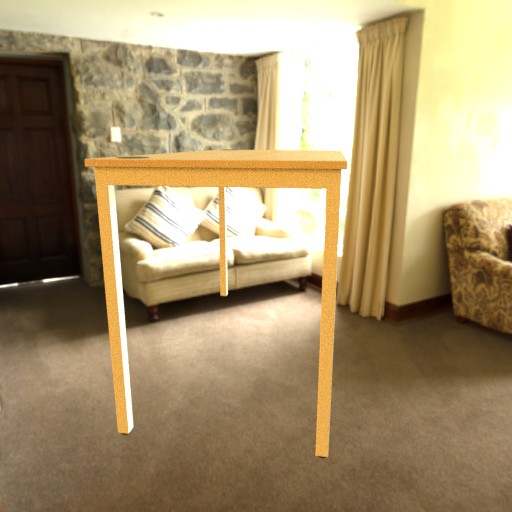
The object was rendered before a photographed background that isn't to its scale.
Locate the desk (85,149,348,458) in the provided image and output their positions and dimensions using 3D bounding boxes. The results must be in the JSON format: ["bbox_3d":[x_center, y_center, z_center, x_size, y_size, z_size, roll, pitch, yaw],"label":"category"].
[{"bbox_3d":[0.000,0.000,1.645,0.600,0.750,1.200,2,15,10],"label":"desk"}]
